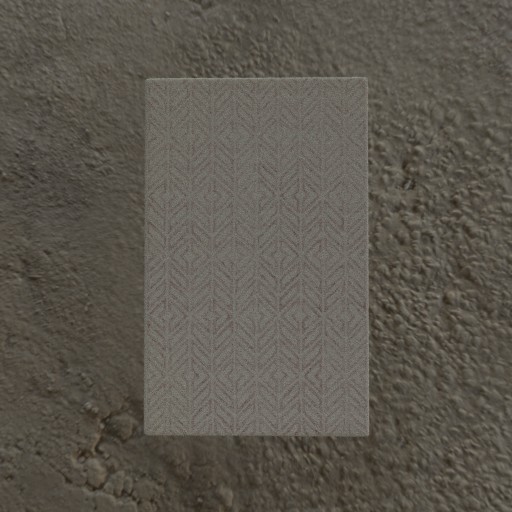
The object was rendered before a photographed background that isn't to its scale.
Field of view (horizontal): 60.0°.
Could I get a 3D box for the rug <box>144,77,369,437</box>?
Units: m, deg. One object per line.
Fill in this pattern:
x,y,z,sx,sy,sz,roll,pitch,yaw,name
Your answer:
0.000,0.000,3.018,1.523,0.008,2.438,0,89,1,rug
